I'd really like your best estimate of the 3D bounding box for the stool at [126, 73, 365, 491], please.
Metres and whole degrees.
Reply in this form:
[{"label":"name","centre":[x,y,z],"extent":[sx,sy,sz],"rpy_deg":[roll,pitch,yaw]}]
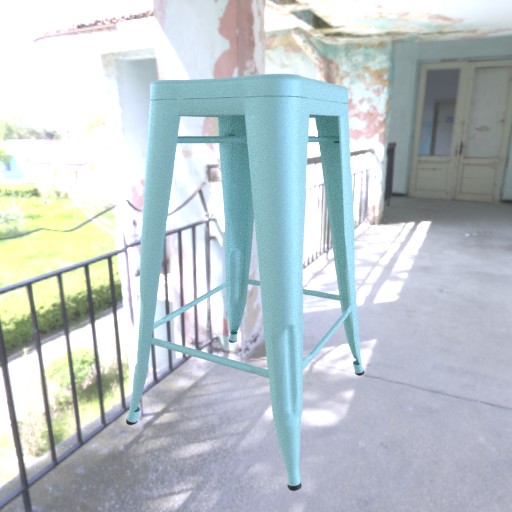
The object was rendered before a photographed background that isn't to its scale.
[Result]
[{"label":"stool","centre":[0.000,0.000,0.840],"extent":[0.359,0.609,0.399],"rpy_deg":[8,18,26]}]
